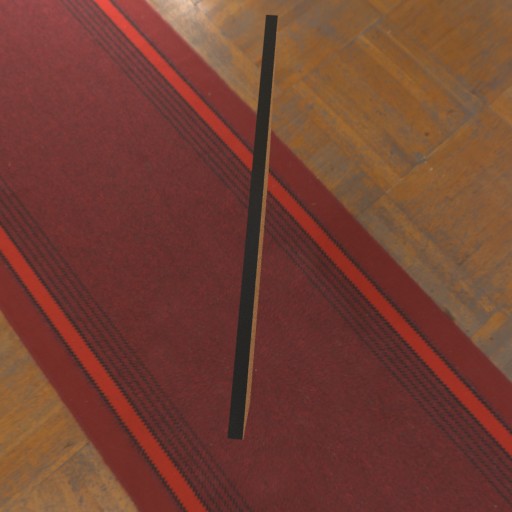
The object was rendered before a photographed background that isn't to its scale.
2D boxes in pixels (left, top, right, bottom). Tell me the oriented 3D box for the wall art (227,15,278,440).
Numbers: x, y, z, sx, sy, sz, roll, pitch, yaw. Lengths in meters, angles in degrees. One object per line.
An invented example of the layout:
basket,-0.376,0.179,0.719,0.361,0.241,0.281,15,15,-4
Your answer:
wall art,0.000,0.000,0.657,0.014,0.445,0.446,4,76,1
